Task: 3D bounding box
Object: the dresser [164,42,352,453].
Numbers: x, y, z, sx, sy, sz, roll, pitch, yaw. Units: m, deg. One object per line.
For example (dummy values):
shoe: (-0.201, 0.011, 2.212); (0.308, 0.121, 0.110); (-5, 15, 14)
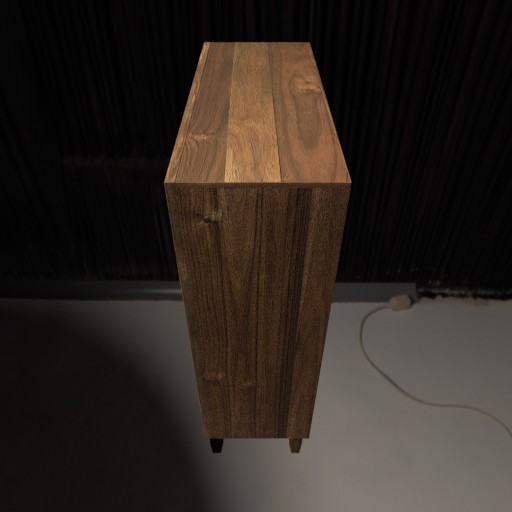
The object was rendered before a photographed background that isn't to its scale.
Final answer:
dresser: (0.000, 0.000, 1.874); (0.442, 1.393, 1.062); (0, 42, 0)
